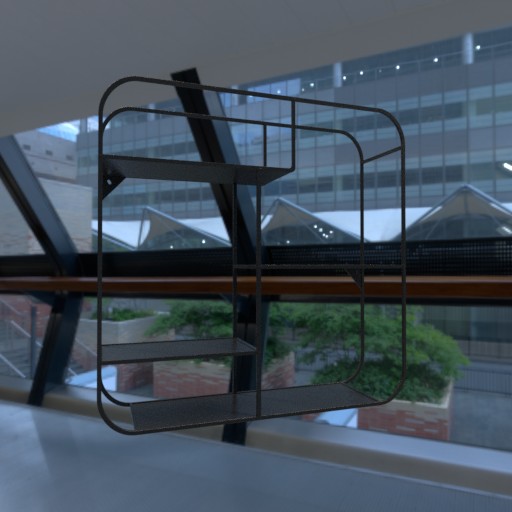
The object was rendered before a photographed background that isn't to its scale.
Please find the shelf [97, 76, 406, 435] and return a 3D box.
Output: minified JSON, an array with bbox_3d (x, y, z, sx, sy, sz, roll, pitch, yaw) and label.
[{"bbox_3d":[0.000,0.000,0.893,0.600,0.600,0.160,0,-1,-19],"label":"shelf"}]
